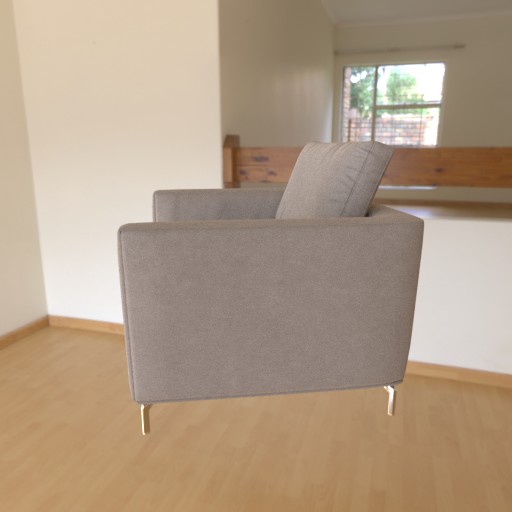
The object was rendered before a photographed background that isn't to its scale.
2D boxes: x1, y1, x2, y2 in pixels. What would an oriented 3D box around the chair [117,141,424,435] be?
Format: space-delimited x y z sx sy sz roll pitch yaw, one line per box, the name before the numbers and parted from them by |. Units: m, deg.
chair | 0.000 0.000 1.707 0.889 0.864 1.041 -2 14 -7
